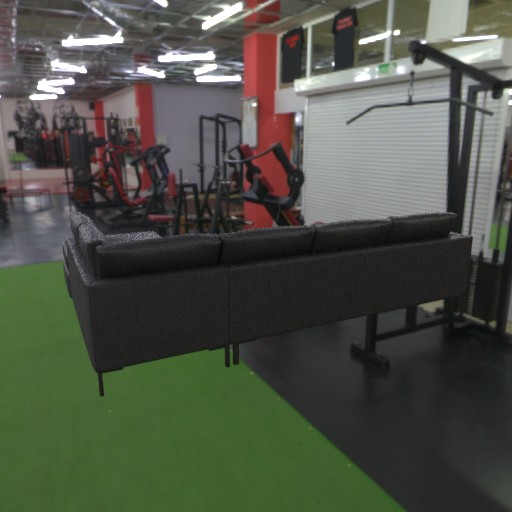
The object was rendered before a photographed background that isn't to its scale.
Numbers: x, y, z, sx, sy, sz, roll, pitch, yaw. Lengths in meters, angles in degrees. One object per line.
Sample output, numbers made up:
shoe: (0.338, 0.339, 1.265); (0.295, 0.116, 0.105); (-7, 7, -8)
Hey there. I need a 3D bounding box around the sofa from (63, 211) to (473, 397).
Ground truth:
sofa: (0.000, 0.000, 3.825); (2.984, 0.877, 1.938); (-7, 16, -26)
